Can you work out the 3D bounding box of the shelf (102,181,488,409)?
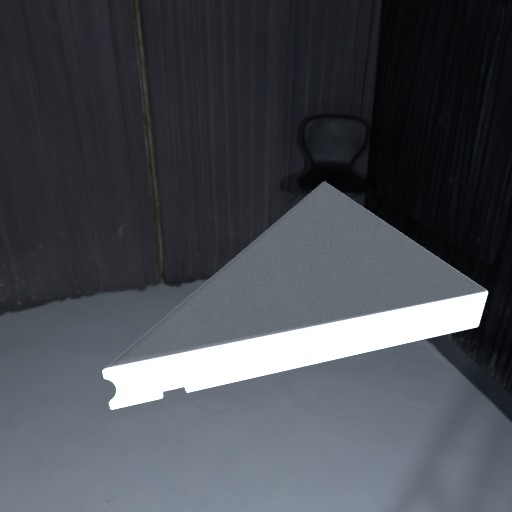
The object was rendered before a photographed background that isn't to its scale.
[{"bbox_3d":[0.000,0.000,0.445,0.296,0.035,0.296,-9,29,-16],"label":"shelf"}]
